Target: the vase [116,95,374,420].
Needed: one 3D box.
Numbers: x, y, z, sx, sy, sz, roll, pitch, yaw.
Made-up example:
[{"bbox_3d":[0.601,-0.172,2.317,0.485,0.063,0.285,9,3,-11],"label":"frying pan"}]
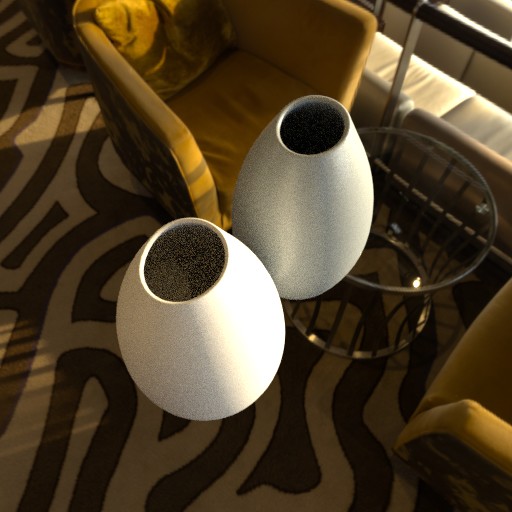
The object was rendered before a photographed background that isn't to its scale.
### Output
[{"bbox_3d":[0.000,0.000,0.253,0.089,0.131,0.187,32,63,18],"label":"vase"}]
